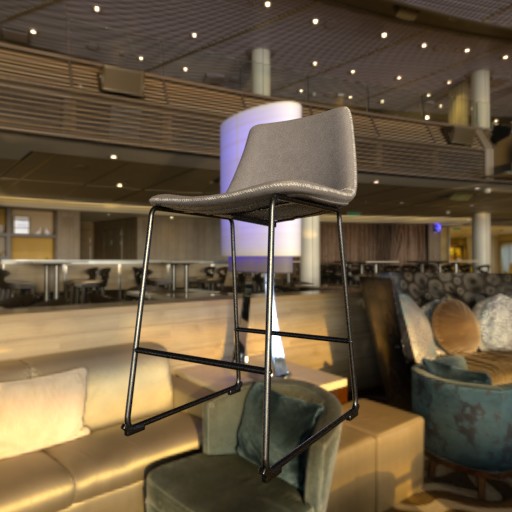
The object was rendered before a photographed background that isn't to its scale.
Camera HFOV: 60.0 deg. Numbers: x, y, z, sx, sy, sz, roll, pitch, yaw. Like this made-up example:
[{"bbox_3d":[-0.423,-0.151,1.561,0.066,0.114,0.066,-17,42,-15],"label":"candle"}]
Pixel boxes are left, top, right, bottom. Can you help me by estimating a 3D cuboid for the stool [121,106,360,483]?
[{"bbox_3d":[0.000,0.000,1.180,0.470,0.876,0.546,-1,-1,35],"label":"stool"}]
